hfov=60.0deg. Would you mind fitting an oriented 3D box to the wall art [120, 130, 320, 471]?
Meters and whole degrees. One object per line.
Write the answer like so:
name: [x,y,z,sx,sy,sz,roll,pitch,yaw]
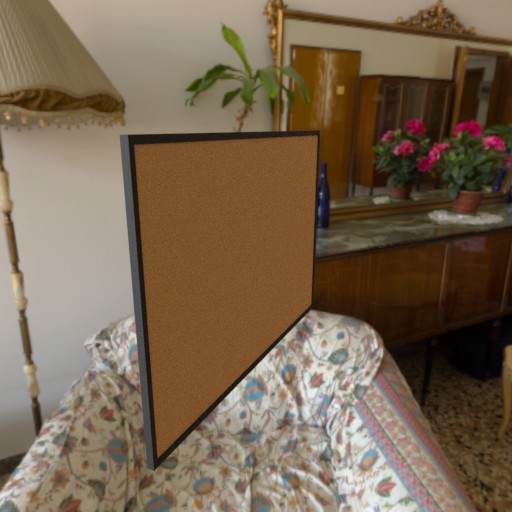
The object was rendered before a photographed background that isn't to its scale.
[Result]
wall art: [0.000,0.000,0.850,0.013,0.458,0.664,8,18,26]
